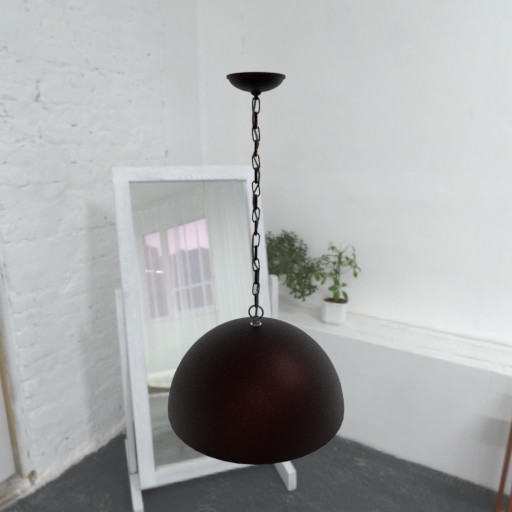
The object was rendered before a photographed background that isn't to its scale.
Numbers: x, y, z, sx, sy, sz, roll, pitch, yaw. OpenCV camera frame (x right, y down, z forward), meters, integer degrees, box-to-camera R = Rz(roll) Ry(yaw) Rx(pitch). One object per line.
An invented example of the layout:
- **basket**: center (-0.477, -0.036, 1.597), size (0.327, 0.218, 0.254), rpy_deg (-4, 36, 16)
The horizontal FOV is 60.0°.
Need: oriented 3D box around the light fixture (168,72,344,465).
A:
- **light fixture**: center (0.000, 0.000, 1.147), size (0.492, 0.869, 0.492), rpy_deg (2, 15, 9)
